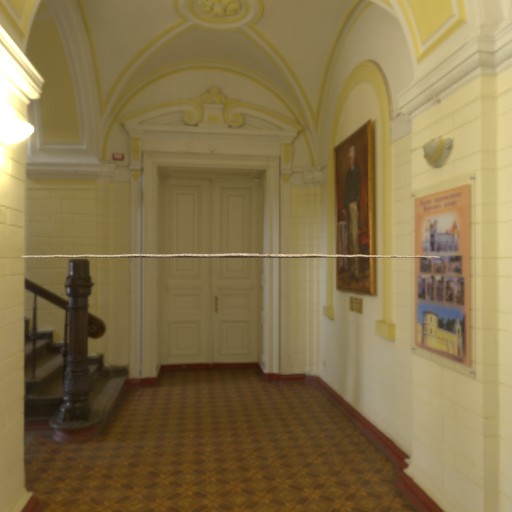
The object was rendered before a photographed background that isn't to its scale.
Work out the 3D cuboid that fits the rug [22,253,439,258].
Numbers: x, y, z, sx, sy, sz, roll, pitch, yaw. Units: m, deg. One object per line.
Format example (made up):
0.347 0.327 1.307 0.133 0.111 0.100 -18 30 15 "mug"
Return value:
0.000 0.000 3.243 1.964 0.025 2.455 0 0 37 "rug"
